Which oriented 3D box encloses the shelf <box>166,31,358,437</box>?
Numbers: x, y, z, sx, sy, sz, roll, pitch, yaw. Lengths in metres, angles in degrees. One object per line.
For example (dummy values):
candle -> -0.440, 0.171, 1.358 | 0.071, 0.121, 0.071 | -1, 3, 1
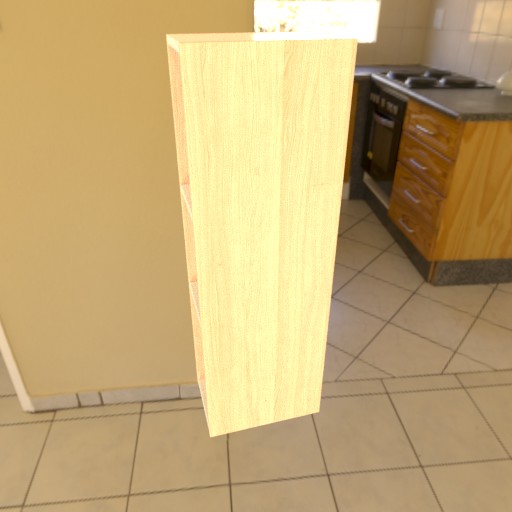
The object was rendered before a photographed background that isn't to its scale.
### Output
shelf -> 0.000, 0.000, 0.990 | 0.290, 0.882, 0.197 | -8, 31, -13
